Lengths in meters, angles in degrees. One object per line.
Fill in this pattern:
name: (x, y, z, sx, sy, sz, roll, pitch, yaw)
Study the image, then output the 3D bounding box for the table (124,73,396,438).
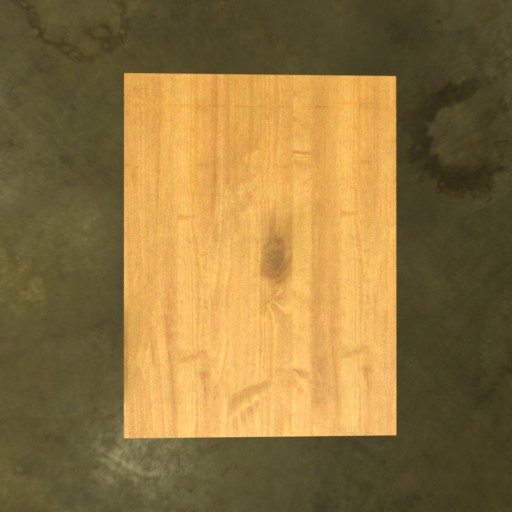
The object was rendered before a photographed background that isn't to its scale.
table: (0.000, 0.000, 1.213, 0.500, 0.813, 0.660, 0, 90, -2)
